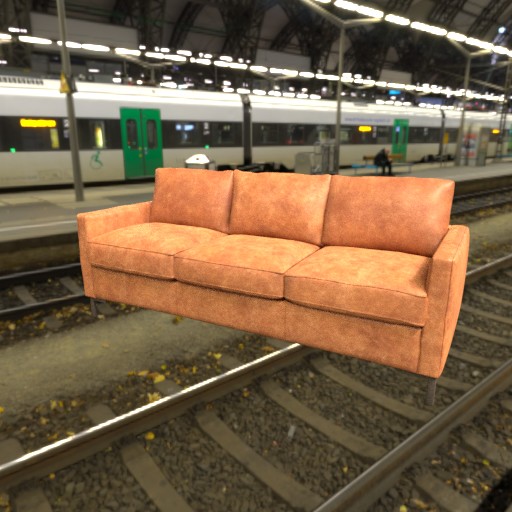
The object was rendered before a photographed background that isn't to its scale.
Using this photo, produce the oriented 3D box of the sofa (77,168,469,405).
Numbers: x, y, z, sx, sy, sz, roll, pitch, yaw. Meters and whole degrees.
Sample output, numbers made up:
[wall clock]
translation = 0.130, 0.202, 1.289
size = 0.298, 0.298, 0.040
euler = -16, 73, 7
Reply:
[sofa]
translation = 0.000, 0.000, 2.387
size = 2.029, 0.863, 0.748
euler = 8, 17, 27
